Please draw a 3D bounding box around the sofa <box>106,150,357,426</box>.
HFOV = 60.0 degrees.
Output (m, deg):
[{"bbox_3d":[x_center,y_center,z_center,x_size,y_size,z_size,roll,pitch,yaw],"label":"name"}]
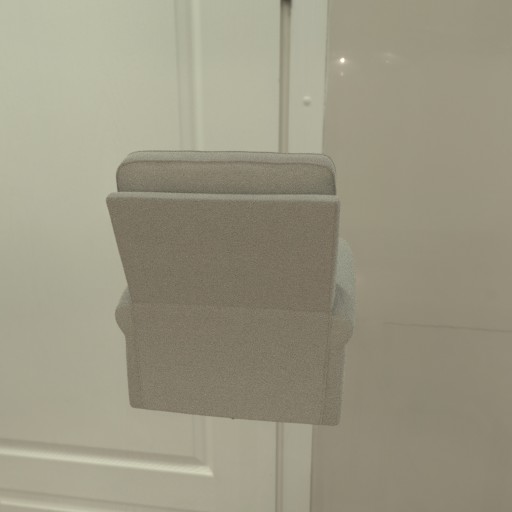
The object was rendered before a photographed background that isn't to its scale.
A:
[{"bbox_3d":[0.000,0.000,2.031,0.880,0.959,1.478,2,14,8],"label":"sofa"}]
